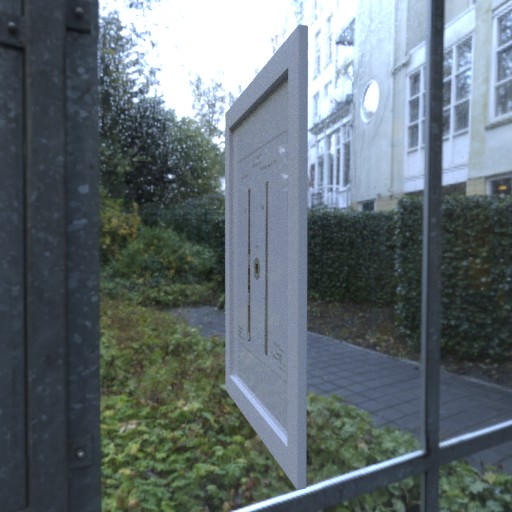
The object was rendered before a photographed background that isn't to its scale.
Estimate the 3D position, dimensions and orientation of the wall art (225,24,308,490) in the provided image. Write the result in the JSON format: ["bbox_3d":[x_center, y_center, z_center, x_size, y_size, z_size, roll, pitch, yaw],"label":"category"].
[{"bbox_3d":[0.000,0.000,0.616,0.011,0.482,0.329,-1,2,-17],"label":"wall art"}]
